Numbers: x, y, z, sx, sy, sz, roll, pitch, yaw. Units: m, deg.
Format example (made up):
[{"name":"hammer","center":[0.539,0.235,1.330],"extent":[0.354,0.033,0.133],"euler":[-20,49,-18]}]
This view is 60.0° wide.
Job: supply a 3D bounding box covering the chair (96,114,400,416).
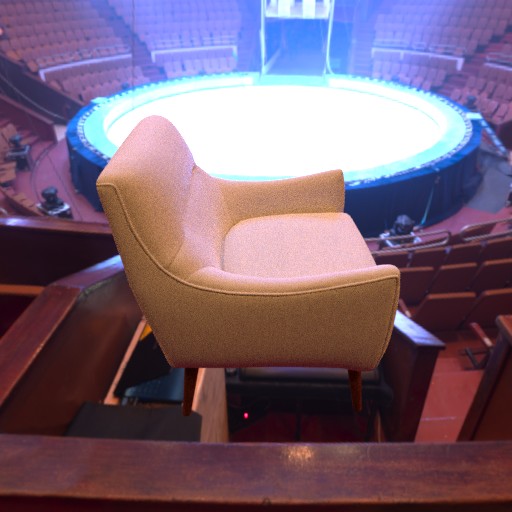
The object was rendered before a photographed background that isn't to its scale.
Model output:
[{"name":"chair","center":[0.000,0.000,1.482],"extent":[0.787,0.838,0.762],"euler":[-1,32,-2]}]
